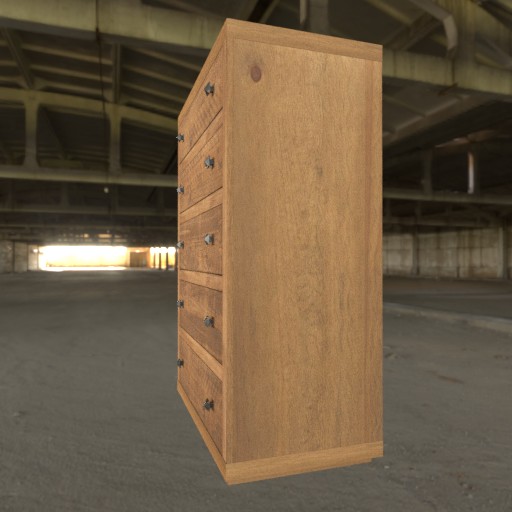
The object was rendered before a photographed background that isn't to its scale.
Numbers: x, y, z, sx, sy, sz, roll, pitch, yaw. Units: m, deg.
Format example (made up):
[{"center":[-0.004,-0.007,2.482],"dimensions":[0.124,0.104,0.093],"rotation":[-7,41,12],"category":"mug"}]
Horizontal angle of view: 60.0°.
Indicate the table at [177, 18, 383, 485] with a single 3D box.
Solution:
[{"center":[0.000,0.000,1.707],"dimensions":[0.524,1.294,0.901],"rotation":[0,0,-18],"category":"table"}]
